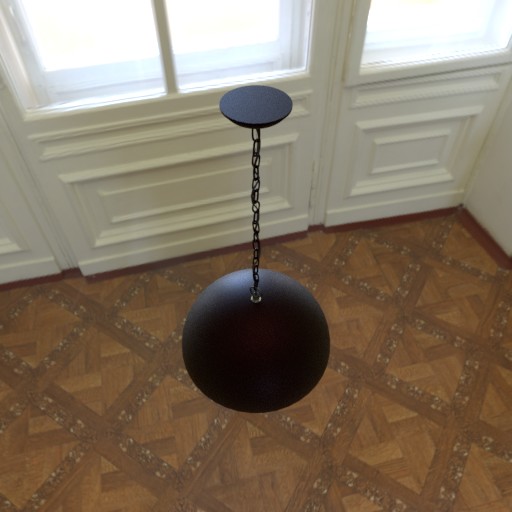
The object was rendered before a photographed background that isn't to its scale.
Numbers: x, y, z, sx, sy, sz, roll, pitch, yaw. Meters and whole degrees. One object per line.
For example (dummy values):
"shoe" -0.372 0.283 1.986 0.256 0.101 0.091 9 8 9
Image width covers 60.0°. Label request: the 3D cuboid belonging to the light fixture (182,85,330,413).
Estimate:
"light fixture" 0.000 0.000 1.162 0.492 0.869 0.492 24 53 20
